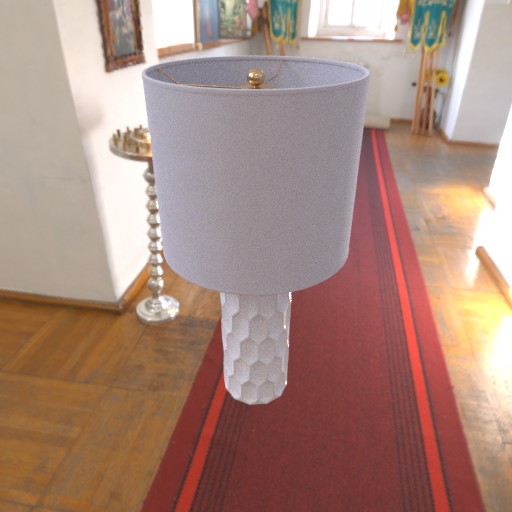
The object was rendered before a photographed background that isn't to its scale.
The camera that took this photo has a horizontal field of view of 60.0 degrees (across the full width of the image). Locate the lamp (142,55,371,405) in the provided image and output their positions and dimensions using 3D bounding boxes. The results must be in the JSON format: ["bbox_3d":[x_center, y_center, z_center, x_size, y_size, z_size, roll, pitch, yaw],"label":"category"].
[{"bbox_3d":[0.000,0.000,0.684,0.277,0.537,0.277,-19,36,-29],"label":"lamp"}]
